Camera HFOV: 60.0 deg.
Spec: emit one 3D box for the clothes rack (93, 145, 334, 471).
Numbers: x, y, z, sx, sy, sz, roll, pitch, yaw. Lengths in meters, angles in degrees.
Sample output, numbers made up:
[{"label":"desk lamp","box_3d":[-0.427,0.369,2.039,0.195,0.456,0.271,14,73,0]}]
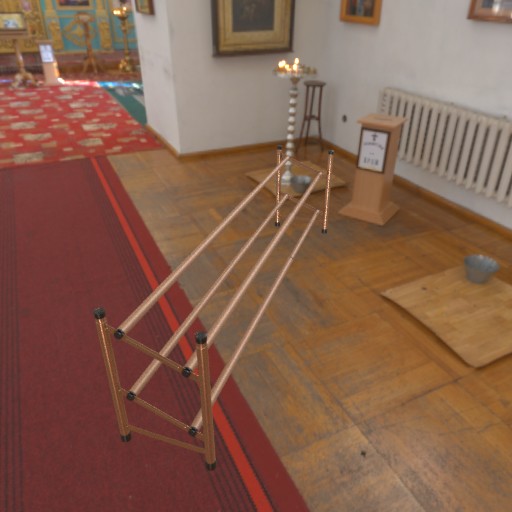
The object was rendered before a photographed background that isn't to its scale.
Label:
[{"label":"clothes rack","box_3d":[0.000,0.000,1.333,0.229,0.349,1.168,10,31,17]}]
